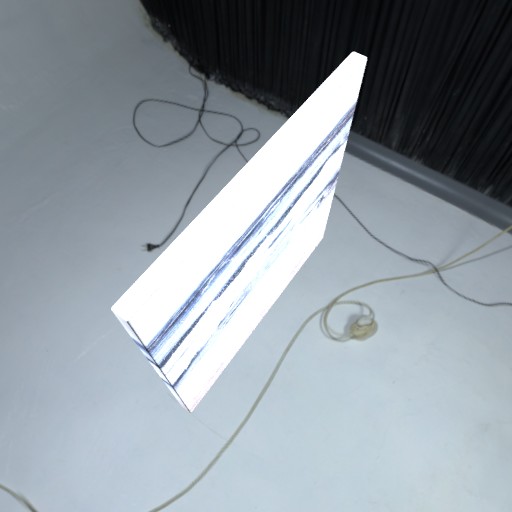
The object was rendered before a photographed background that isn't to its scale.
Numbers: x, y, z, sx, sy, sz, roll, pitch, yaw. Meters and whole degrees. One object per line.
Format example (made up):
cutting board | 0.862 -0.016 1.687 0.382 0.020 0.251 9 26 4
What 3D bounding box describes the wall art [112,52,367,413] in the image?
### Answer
wall art | 0.000 0.000 1.152 0.065 0.747 0.755 32 65 17
